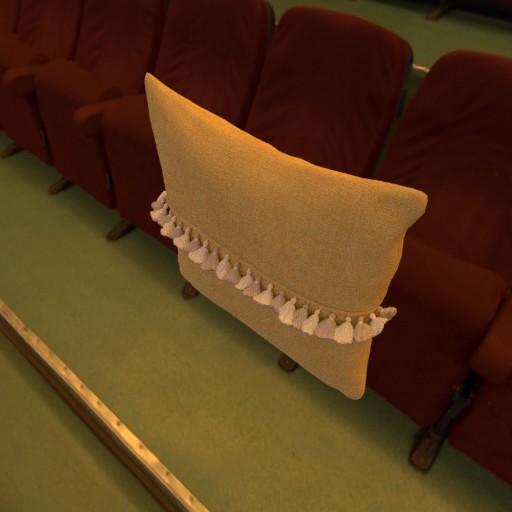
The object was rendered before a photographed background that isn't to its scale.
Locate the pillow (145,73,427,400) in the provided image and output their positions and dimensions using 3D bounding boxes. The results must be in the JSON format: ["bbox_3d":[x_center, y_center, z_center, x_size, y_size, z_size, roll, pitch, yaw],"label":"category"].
[{"bbox_3d":[0.000,0.000,0.747,0.485,0.481,0.167,32,54,26],"label":"pillow"}]
